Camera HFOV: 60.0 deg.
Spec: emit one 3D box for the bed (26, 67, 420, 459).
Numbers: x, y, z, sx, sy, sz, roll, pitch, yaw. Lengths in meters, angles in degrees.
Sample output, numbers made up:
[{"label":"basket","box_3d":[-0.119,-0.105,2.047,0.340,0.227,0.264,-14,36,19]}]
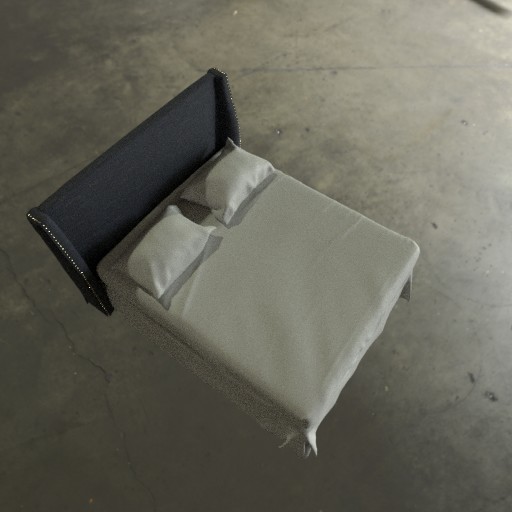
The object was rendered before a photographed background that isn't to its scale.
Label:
[{"label":"bed","box_3d":[0.000,0.000,3.405,2.276,1.332,1.925,32,63,18]}]
